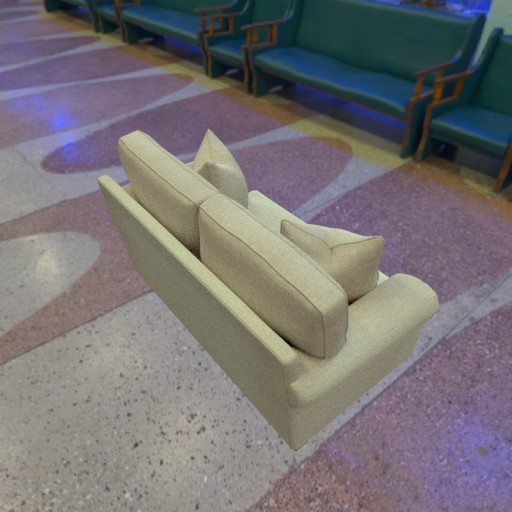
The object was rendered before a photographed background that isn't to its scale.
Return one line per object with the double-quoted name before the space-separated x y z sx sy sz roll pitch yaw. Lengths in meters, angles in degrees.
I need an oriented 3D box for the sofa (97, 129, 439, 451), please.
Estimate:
"sofa" 0.000 0.000 2.326 0.966 0.966 1.701 -27 48 -28
